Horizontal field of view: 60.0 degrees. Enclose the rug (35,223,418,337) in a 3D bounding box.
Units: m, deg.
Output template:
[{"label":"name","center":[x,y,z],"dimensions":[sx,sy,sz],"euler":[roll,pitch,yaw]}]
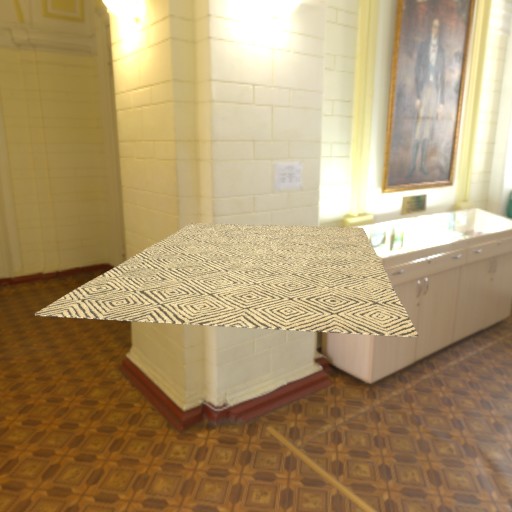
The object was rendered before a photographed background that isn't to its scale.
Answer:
[{"label":"rug","center":[0.000,0.000,2.159],"dimensions":[1.177,0.004,1.750],"euler":[2,14,8]}]
